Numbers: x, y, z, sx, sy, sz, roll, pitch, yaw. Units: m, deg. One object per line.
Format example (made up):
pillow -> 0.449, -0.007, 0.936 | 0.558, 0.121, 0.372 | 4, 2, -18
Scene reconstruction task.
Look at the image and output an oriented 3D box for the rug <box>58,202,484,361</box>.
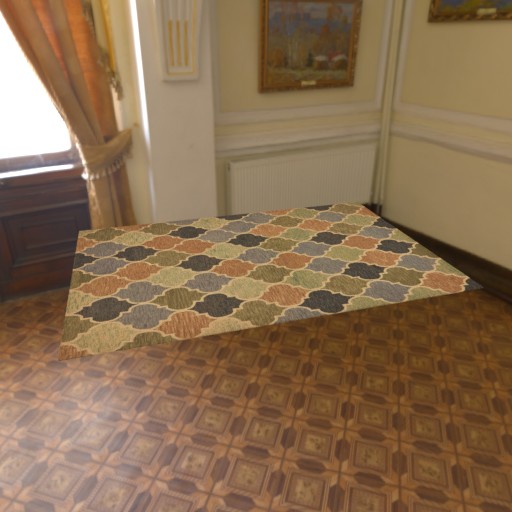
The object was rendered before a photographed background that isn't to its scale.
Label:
rug -> 0.000, 0.000, 2.918 | 2.284, 0.006, 1.521 | -7, 27, -15
